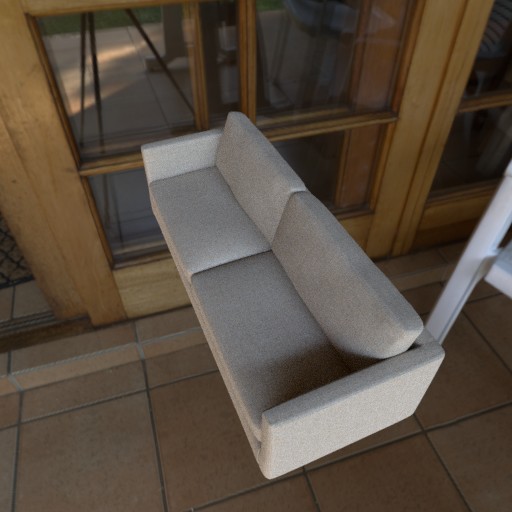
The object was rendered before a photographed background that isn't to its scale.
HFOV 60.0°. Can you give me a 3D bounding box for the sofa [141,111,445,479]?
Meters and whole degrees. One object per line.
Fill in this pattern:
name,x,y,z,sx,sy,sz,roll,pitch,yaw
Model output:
sofa,0.000,0.000,2.928,0.951,0.965,2.434,-17,47,-16
